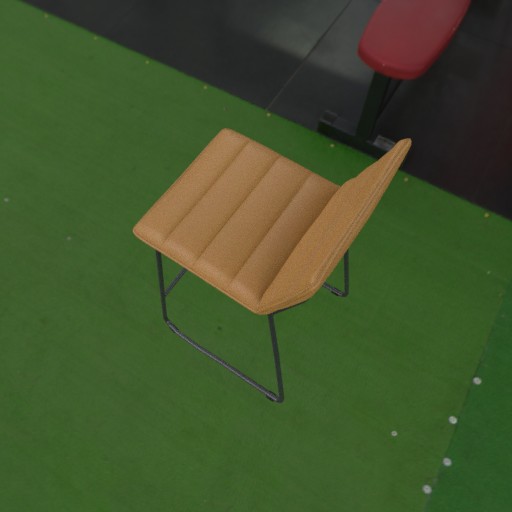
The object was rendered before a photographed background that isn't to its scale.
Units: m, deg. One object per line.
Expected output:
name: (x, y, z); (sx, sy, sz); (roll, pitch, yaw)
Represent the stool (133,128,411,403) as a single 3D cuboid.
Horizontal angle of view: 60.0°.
stool: (0.000, 0.000, 1.263); (0.524, 0.936, 0.489); (31, 67, 14)
